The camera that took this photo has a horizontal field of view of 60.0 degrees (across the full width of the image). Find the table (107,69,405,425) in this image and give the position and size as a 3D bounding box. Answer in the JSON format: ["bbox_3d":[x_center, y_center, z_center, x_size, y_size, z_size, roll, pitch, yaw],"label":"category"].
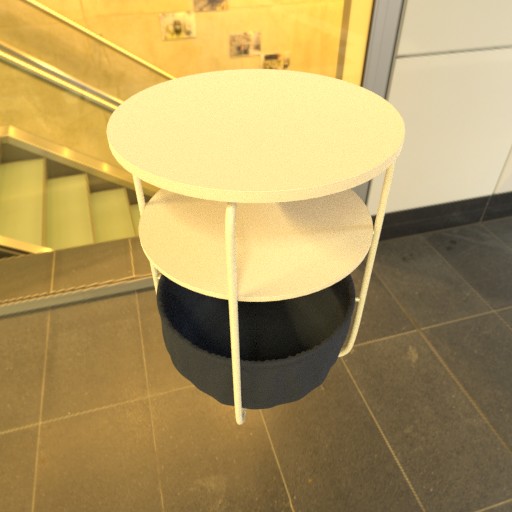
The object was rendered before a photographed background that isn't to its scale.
[{"bbox_3d":[0.000,0.000,0.812,0.418,0.532,0.418,-25,46,-27],"label":"table"}]
